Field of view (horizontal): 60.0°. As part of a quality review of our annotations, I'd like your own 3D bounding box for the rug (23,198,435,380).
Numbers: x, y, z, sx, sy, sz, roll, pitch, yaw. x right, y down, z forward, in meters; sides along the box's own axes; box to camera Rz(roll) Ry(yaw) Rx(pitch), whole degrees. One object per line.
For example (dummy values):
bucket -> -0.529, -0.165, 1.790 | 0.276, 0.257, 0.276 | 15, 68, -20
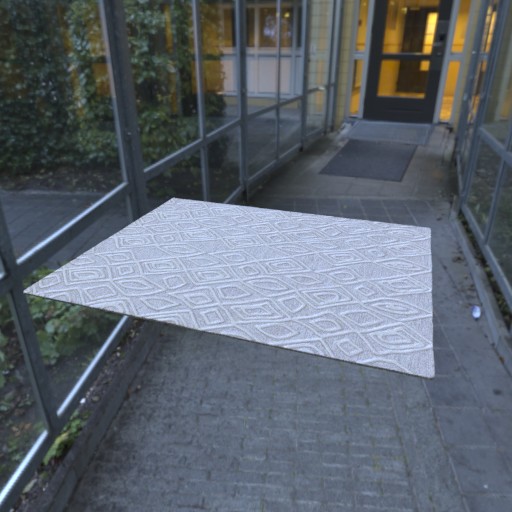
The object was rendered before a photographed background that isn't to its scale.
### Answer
rug -> 0.000, 0.000, 4.060 | 3.049, 0.025, 2.449 | 9, 27, 17
